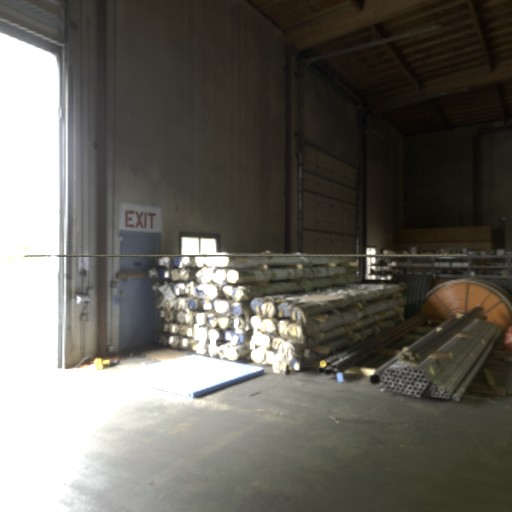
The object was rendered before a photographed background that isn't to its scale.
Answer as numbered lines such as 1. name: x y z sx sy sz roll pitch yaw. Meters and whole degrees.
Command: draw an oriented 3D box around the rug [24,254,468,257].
1. rug: 0.000 0.000 2.990 2.438 0.012 1.524 0 0 20
